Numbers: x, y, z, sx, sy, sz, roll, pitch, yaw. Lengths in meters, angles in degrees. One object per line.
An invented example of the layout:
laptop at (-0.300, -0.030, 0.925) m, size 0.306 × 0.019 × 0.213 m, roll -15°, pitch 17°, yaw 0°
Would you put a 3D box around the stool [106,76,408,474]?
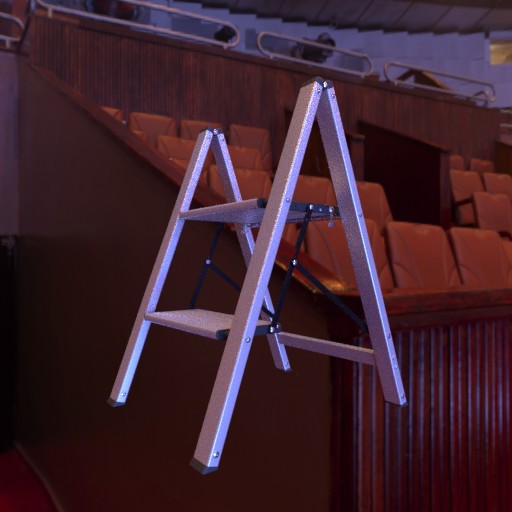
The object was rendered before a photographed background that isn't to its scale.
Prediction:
stool at (0.000, 0.000, 1.010) m, size 0.535 × 0.670 × 0.440 m, roll 0°, pitch -1°, yaw -37°
